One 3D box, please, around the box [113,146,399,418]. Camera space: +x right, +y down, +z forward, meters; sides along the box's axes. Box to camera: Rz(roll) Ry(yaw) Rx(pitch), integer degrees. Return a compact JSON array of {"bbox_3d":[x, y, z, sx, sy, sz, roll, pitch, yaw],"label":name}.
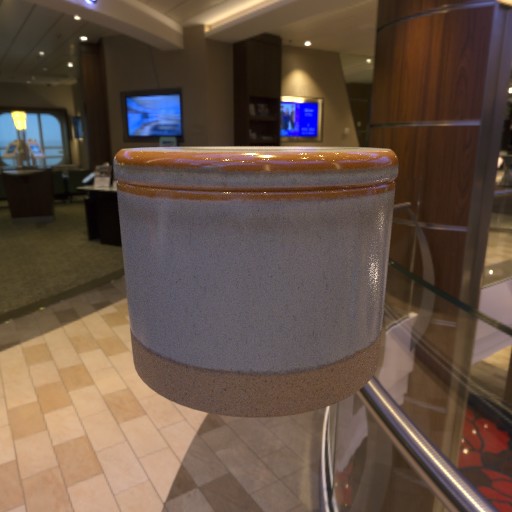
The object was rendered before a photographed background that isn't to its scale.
[{"bbox_3d":[0.000,0.000,0.211,0.123,0.100,0.123,0,15,0],"label":"box"}]
